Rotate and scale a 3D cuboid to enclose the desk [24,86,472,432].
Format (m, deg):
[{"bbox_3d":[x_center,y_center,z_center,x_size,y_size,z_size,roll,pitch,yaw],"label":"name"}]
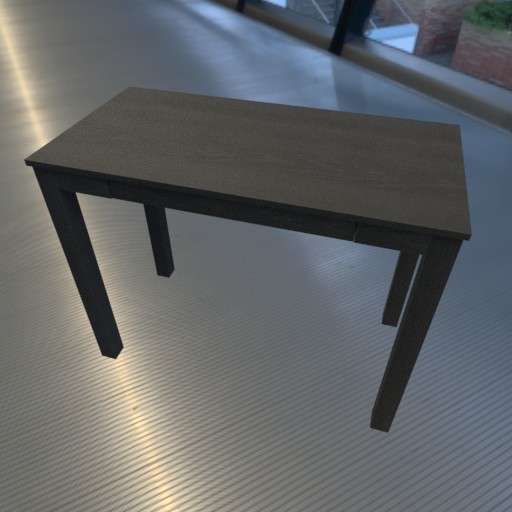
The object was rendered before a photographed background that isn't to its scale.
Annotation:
[{"bbox_3d":[0.000,0.000,1.364,0.991,0.762,0.499,11,42,13],"label":"desk"}]
